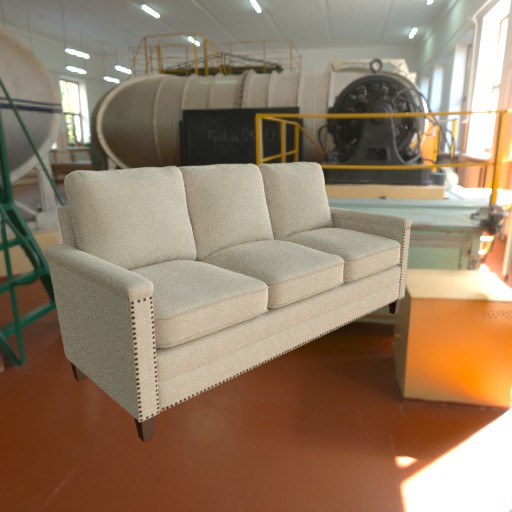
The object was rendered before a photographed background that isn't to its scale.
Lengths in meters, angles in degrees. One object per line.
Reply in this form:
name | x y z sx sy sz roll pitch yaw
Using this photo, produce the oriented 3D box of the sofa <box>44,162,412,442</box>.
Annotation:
sofa | 0.000 0.000 2.398 1.925 0.961 0.828 -14 20 -42
